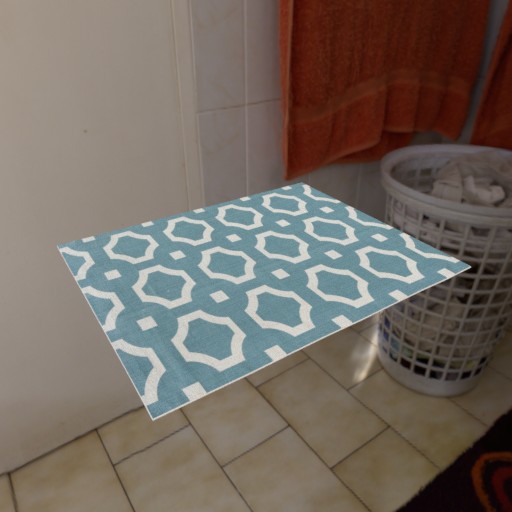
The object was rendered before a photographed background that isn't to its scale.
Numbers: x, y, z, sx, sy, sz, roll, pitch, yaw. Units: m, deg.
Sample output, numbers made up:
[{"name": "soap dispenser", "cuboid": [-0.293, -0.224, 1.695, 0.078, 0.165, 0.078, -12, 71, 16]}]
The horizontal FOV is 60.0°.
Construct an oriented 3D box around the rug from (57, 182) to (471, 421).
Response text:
[{"name": "rug", "cuboid": [0.000, 0.000, 4.174, 3.049, 0.021, 2.466, -19, 36, -28]}]
